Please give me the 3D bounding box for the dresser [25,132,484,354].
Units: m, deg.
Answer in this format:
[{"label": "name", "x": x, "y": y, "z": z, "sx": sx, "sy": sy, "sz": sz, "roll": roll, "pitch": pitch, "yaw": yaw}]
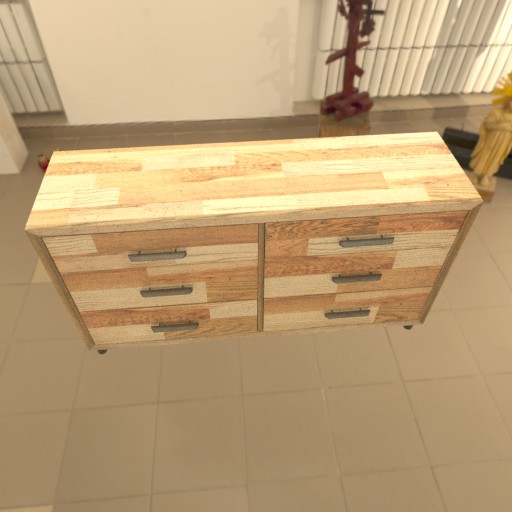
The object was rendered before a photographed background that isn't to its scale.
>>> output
[{"label": "dresser", "x": 0.000, "y": 0.000, "z": 1.925, "sx": 1.547, "sy": 0.834, "sz": 0.487, "roll": -4, "pitch": 48, "yaw": -4}]
